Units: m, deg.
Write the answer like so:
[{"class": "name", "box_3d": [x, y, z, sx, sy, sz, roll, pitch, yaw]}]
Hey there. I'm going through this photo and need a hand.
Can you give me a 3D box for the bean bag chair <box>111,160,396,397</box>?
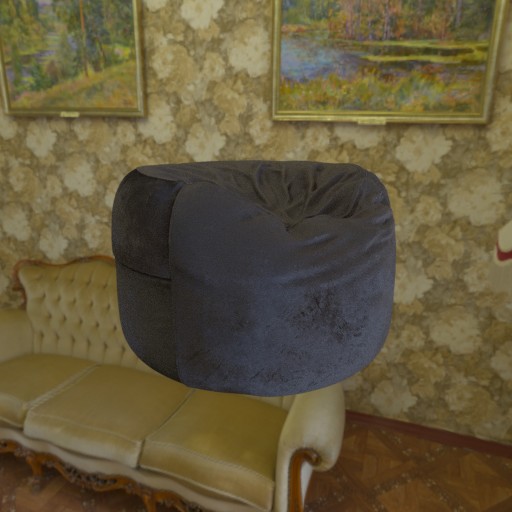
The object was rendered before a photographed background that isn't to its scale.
[{"class": "bean bag chair", "box_3d": [0.000, 0.000, 1.496, 0.918, 0.605, 0.918, 0, 16, 0]}]
